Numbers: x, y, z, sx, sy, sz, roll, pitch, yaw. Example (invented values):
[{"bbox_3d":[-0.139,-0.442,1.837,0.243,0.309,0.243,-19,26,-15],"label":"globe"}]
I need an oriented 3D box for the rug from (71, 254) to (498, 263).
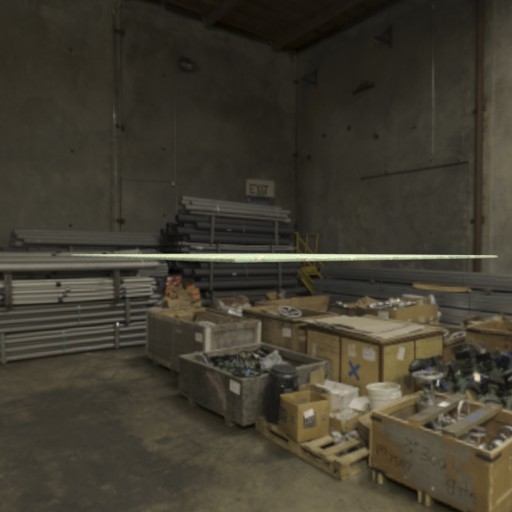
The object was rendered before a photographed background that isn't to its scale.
[{"bbox_3d":[0.000,0.000,3.952,2.420,0.019,3.039,0,1,-36],"label":"rug"}]
